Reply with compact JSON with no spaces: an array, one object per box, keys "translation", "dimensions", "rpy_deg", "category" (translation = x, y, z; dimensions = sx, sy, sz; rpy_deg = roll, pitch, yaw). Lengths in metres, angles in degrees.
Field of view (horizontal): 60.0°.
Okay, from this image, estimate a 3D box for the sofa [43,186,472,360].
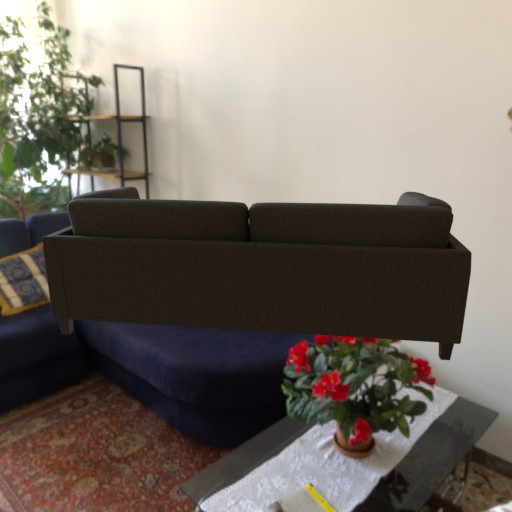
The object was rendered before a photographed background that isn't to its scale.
[{"translation":[0.000,0.000,2.797],"dimensions":[2.312,0.792,0.969],"rpy_deg":[2,16,8],"category":"sofa"}]
